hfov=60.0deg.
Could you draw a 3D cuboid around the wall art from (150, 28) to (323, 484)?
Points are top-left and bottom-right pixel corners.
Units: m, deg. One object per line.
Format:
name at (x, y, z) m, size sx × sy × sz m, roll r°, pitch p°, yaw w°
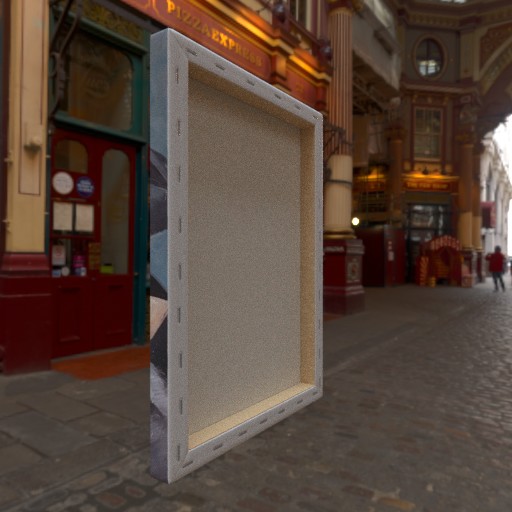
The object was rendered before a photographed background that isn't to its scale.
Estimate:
wall art at (0.000, 0.000, 0.787) m, size 0.037 × 0.613 × 0.455 m, roll 0°, pitch 0°, yaw 35°
